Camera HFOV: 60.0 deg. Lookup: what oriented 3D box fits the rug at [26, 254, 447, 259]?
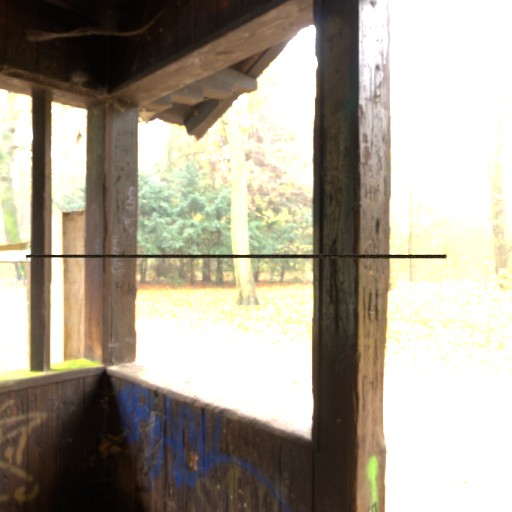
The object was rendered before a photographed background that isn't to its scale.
[{"bbox_3d":[0.000,0.000,4.130,3.000,0.025,2.401,0,0,16],"label":"rug"}]
